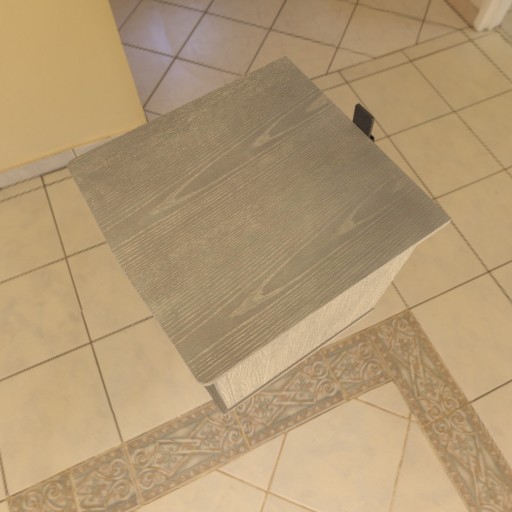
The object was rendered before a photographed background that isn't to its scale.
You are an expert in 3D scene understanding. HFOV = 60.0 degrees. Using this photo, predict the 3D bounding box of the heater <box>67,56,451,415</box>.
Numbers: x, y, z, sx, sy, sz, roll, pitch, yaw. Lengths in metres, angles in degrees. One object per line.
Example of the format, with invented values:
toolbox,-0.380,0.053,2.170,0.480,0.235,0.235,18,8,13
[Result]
heater,0.000,0.000,0.770,0.400,0.481,0.362,-31,68,-14
